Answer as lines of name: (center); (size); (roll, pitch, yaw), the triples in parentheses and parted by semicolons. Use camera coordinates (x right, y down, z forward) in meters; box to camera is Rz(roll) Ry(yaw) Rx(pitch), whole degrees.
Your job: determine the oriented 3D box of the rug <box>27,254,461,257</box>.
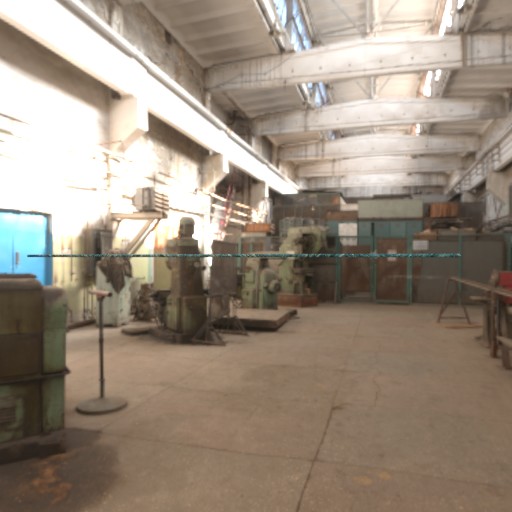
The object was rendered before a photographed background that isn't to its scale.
rug: (0.000, 0.000, 2.887); (2.277, 0.015, 1.490); (0, 0, 18)
